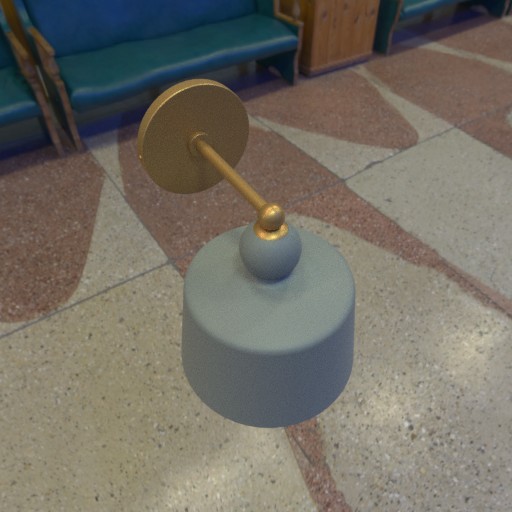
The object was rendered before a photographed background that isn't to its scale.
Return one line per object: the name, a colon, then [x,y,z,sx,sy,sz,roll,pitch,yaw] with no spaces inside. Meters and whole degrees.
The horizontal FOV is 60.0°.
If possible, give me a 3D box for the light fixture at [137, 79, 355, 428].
light fixture: [0.000,0.000,0.451,0.204,0.268,0.254,-24,51,-22]
